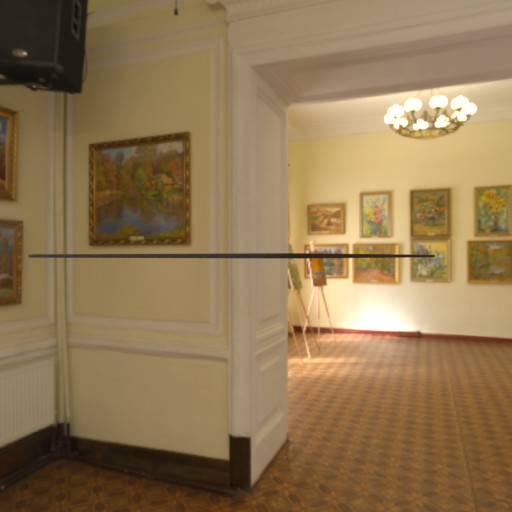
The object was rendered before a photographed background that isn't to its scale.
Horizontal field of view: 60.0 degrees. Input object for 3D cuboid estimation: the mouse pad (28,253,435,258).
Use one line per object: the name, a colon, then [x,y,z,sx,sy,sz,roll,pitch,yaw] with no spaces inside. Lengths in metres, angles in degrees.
mouse pad: [0.000,0.000,0.335,0.211,0.002,0.249,0,0,34]
